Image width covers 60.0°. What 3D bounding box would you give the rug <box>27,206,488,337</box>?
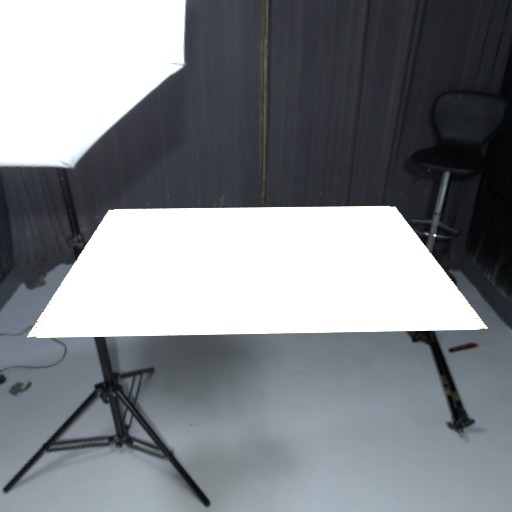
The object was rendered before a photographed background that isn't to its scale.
[{"bbox_3d":[0.000,0.000,2.804,2.233,0.011,1.514,-1,29,-1],"label":"rug"}]
